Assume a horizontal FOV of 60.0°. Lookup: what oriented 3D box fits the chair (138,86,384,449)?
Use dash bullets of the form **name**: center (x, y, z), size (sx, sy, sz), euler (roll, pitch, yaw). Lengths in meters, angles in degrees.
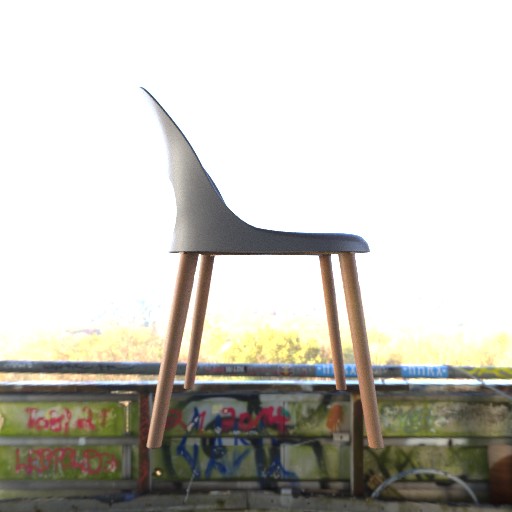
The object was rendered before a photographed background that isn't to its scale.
- **chair**: center (0.000, 0.000, 1.127), size (0.556, 0.795, 0.470), euler (0, -1, 1)
